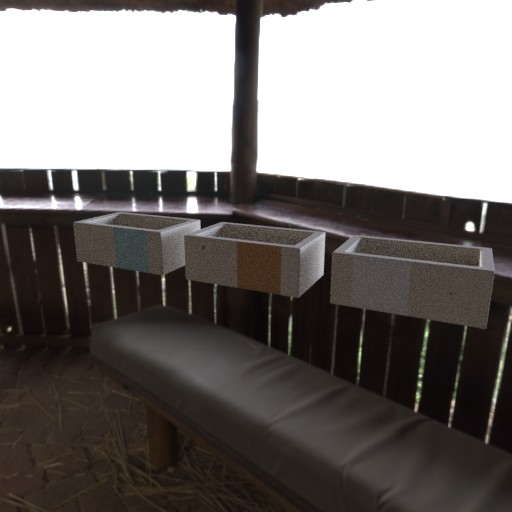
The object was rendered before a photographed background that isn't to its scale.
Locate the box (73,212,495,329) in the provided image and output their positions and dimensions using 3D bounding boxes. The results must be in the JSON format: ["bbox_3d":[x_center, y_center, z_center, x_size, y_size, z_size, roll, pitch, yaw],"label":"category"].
[{"bbox_3d":[0.000,0.000,0.491,0.461,0.051,0.082,7,17,25],"label":"box"}]
